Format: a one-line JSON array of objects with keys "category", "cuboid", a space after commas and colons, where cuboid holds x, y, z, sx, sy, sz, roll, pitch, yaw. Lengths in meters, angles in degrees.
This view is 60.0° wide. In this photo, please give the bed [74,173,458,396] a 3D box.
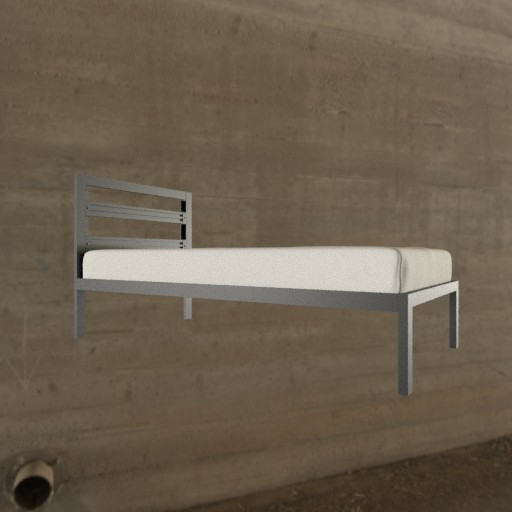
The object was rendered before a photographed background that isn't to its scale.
[{"category": "bed", "cuboid": [0.000, 0.000, 2.485, 1.930, 0.967, 0.991, 0, 0, 34]}]
